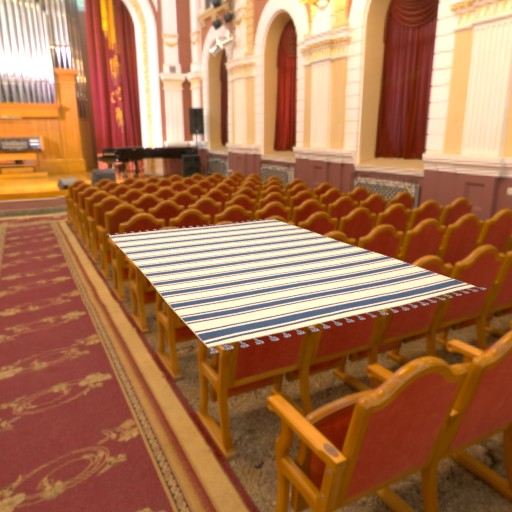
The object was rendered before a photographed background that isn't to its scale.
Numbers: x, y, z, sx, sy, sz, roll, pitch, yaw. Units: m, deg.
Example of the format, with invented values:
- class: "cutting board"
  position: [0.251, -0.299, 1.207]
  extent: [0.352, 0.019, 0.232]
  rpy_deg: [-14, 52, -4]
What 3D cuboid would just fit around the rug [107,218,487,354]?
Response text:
- class: "rug"
  position: [0.000, 0.000, 2.942]
  extent: [1.544, 0.010, 2.315]
  rpy_deg: [-8, 17, -26]
